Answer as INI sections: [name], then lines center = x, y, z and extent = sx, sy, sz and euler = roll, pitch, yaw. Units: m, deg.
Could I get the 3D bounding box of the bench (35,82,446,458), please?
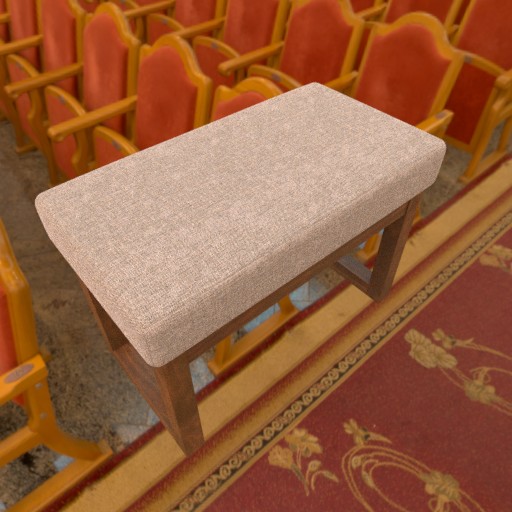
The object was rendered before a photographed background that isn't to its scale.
[bench]
center = 0.000, 0.000, 0.952
extent = 0.681, 0.467, 0.366
euler = -31, 53, -27
